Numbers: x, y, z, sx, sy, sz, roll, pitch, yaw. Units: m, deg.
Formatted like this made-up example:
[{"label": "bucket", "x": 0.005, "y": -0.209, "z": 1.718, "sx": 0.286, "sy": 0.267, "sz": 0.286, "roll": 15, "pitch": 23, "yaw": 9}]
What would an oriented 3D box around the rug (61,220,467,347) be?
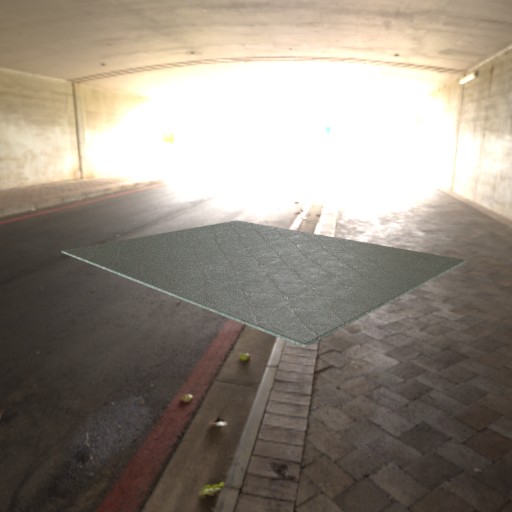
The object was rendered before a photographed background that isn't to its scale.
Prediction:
[{"label": "rug", "x": 0.000, "y": 0.000, "z": 4.231, "sx": 3.039, "sy": 0.019, "sz": 2.420, "roll": 14, "pitch": 20, "yaw": 42}]
